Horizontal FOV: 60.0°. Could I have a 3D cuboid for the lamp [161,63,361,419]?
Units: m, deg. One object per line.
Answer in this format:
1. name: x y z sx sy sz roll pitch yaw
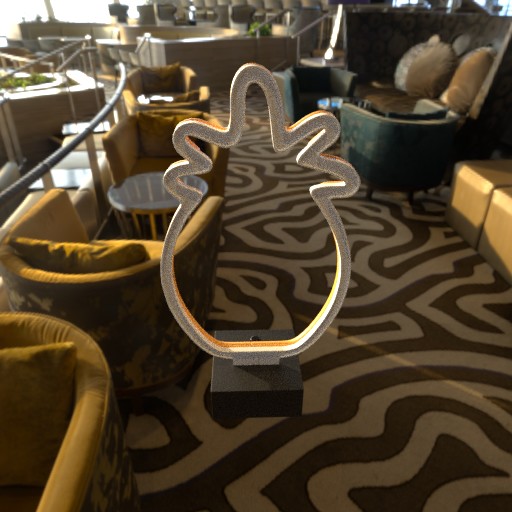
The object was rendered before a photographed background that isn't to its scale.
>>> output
1. lamp: 0.000 0.000 0.394 0.167 0.317 0.088 -1 30 -2
